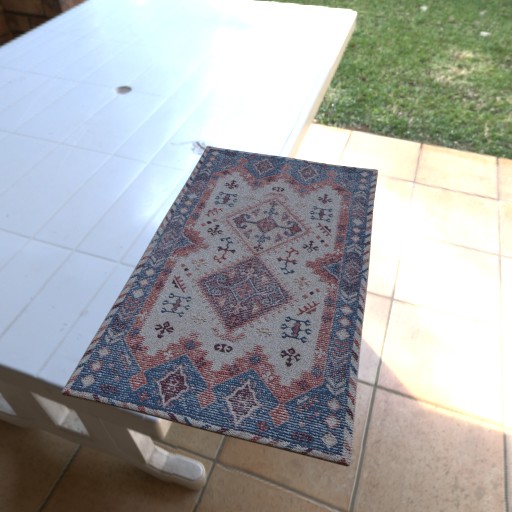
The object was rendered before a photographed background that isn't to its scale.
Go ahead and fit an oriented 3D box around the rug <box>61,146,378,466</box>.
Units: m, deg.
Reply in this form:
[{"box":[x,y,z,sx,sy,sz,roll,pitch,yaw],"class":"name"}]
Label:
[{"box":[0.000,0.000,3.038,1.521,0.023,2.464,10,47,10],"class":"rug"}]
